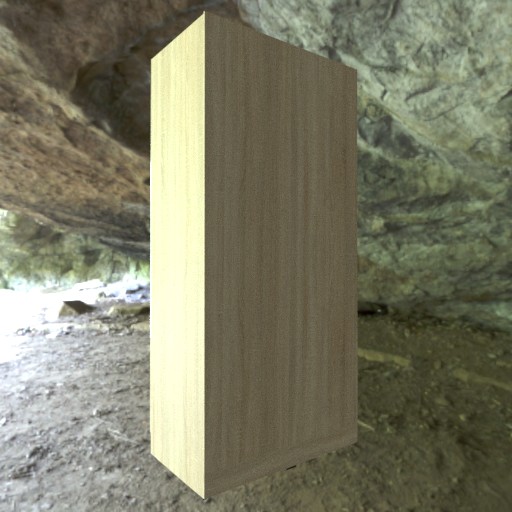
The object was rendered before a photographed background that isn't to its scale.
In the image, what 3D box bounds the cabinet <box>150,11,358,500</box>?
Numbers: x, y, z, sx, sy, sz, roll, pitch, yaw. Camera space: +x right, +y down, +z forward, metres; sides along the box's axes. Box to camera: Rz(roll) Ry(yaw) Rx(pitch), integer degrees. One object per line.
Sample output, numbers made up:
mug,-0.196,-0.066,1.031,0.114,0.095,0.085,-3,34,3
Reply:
cabinet,0.000,0.000,2.452,1.001,2.121,0.590,0,0,-37
